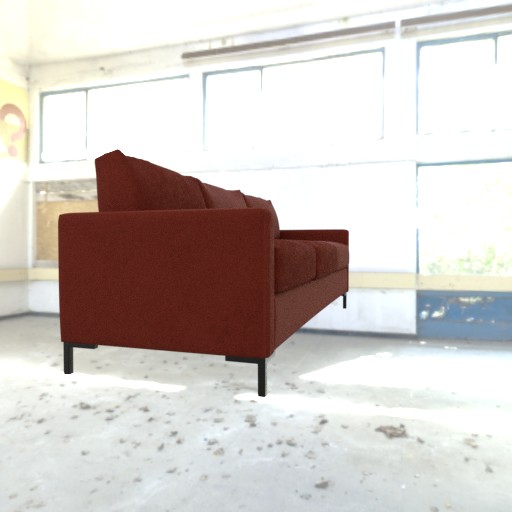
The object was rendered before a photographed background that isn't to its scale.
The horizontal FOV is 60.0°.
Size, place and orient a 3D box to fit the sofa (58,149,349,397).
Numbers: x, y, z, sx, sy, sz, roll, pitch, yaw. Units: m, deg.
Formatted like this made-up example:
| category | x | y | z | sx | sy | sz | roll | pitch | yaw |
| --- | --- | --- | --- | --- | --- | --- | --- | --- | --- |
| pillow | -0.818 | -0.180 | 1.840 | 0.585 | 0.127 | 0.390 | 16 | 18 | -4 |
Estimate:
| category | x | y | z | sx | sy | sz | roll | pitch | yaw |
| --- | --- | --- | --- | --- | --- | --- | --- | --- | --- |
| sofa | 0.000 | 0.000 | 2.611 | 0.875 | 0.879 | 2.252 | 0 | 2 | 18 |
